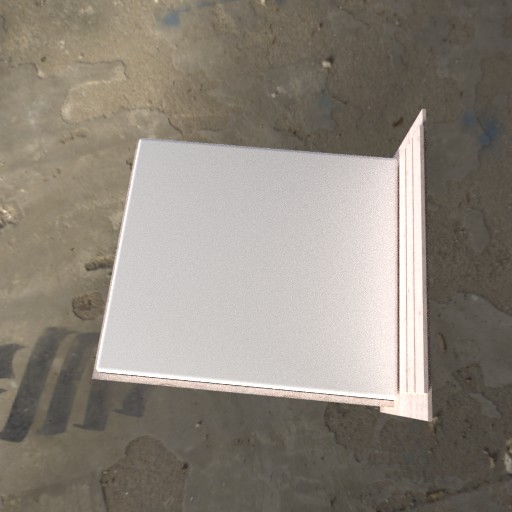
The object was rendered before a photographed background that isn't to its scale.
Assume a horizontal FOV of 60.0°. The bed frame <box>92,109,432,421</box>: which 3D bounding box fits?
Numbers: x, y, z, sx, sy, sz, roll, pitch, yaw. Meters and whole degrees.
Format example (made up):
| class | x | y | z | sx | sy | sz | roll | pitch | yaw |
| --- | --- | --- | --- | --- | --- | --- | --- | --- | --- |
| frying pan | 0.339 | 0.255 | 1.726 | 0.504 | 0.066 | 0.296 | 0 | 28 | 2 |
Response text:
| class | x | y | z | sx | sy | sz | roll | pitch | yaw |
| --- | --- | --- | --- | --- | --- | --- | --- | --- | --- |
| bed frame | 0.000 | 0.000 | 3.131 | 2.080 | 0.970 | 1.950 | 5 | 73 | 2 |
